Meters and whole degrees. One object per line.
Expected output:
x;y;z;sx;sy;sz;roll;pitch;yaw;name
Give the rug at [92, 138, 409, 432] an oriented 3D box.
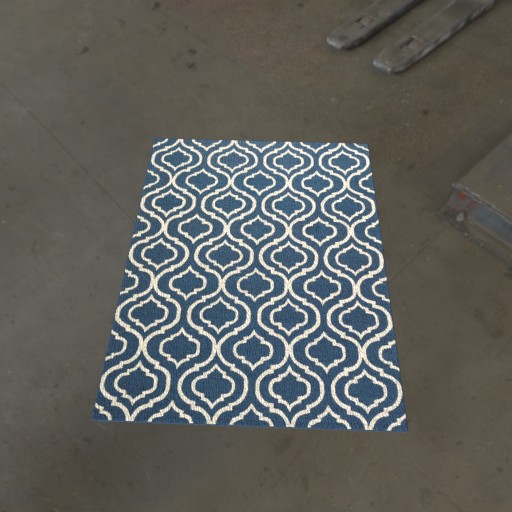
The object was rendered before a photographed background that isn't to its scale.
0.000;0.000;3.934;2.270;0.020;2.881;2;58;1;rug
